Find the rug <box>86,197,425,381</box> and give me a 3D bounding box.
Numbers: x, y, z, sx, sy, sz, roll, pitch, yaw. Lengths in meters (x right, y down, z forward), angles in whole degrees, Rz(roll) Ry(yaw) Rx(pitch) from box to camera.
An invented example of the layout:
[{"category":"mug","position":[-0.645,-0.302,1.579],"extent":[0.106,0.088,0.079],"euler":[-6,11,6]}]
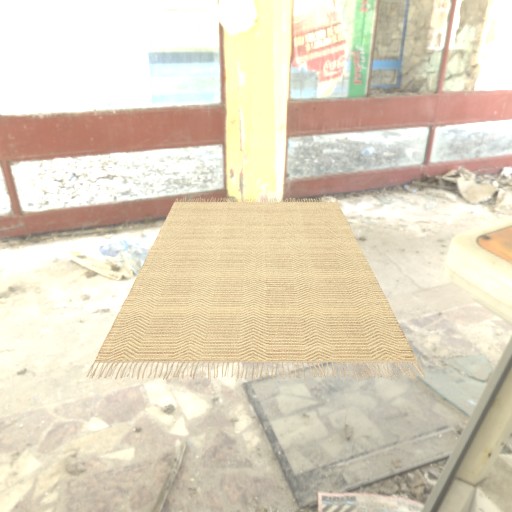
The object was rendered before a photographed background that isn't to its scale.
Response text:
[{"category":"rug","position":[0.000,0.000,2.489],"extent":[1.224,0.027,2.021],"euler":[0,26,0]}]
